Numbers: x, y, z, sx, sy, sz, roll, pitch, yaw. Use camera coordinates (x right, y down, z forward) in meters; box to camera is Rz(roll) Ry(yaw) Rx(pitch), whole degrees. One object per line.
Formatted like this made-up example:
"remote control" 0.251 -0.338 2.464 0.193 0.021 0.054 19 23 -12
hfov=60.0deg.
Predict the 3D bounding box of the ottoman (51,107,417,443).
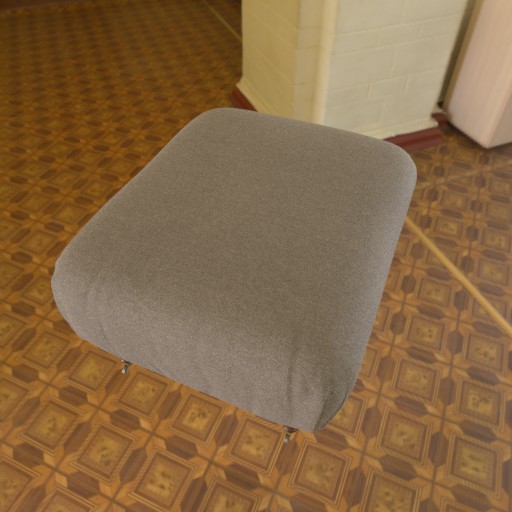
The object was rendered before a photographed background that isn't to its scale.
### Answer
"ottoman" 0.000 0.000 1.093 0.622 0.450 0.747 17 49 16
